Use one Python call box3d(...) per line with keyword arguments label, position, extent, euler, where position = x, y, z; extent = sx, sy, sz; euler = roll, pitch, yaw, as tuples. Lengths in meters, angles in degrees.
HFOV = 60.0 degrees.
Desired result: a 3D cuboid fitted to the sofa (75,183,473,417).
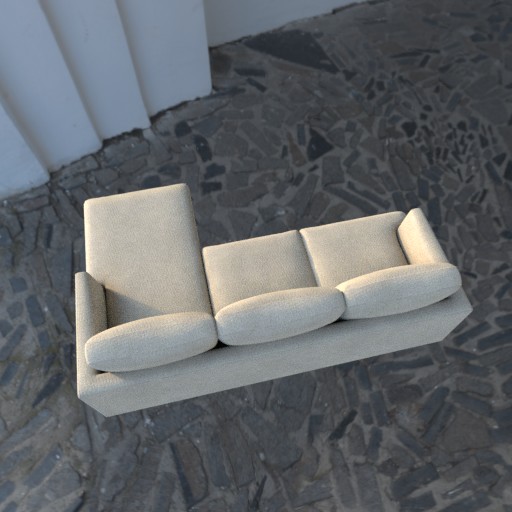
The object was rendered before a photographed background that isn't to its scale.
box3d(label="sofa", position=(0.000, 0.000, 2.957), extent=(2.233, 0.956, 1.504), euler=(-11, 60, -6))
